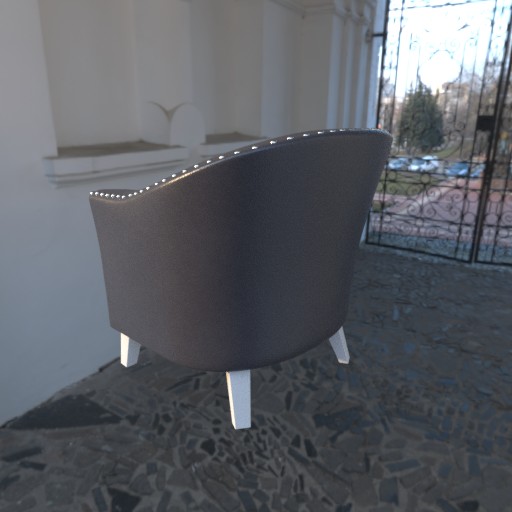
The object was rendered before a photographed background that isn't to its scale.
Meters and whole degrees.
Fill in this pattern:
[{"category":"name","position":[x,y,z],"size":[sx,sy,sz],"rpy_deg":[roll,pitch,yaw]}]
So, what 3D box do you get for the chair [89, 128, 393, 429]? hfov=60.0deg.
[{"category":"chair","position":[0.000,0.000,1.461],"size":[0.794,0.823,0.748],"rpy_deg":[-17,24,-42]}]
